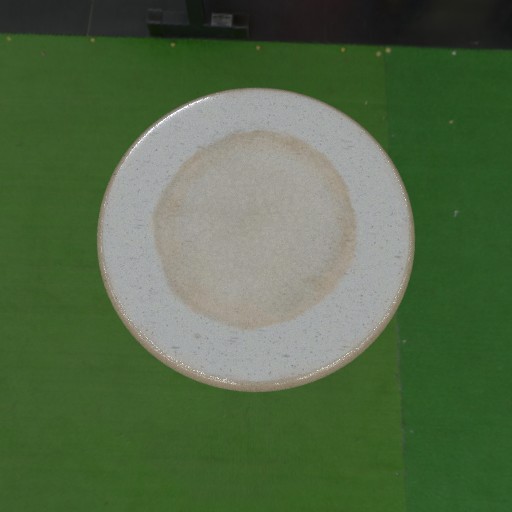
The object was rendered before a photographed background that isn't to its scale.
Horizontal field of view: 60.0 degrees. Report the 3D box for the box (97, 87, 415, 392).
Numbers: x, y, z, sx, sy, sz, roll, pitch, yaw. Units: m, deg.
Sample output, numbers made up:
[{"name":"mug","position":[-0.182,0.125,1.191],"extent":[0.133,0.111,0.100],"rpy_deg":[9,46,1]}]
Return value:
[{"name":"box","position":[0.000,0.000,0.269],"extent":[0.154,0.123,0.154],"rpy_deg":[0,75,0]}]
